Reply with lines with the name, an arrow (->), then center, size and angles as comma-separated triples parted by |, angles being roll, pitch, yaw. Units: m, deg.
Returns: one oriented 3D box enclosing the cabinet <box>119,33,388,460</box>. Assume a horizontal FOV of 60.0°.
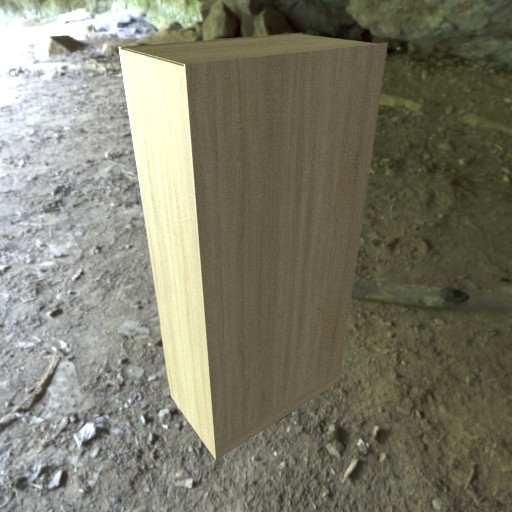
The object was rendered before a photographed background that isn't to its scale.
cabinet -> 0.000, 0.000, 2.448 | 1.001, 2.121, 0.590 | -21, 37, -30
